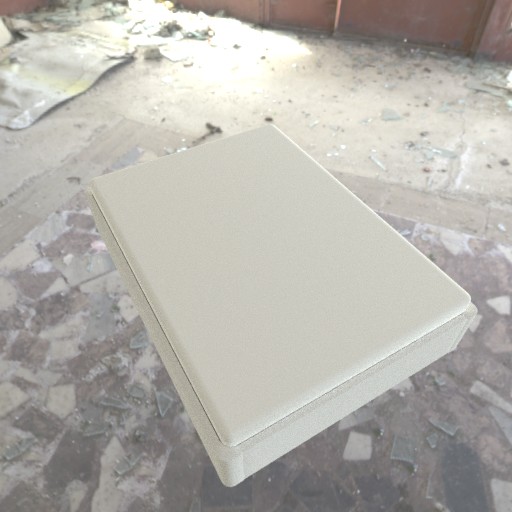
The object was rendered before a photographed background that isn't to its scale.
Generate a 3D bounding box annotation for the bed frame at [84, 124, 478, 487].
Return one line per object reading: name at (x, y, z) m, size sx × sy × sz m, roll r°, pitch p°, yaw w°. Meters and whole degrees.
bed frame at (0.000, 0.000, 2.529) m, size 1.400 × 0.406 × 1.900 m, roll -23°, pitch 51°, yaw -20°
